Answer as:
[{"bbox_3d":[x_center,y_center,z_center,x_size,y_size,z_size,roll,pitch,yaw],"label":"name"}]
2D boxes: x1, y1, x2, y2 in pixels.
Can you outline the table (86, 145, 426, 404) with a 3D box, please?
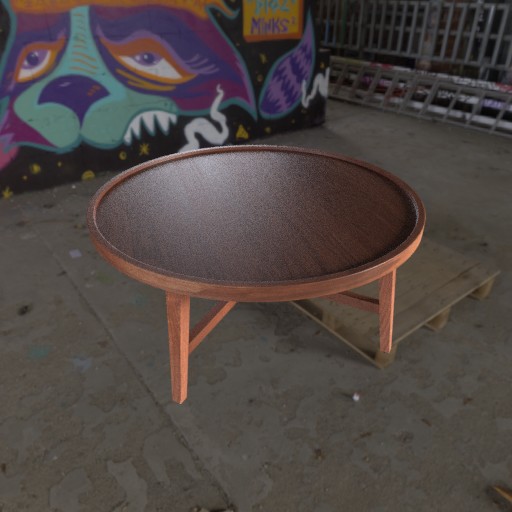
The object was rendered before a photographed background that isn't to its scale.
[{"bbox_3d":[0.000,0.000,1.193,0.800,0.360,0.800,0,31,0],"label":"table"}]
